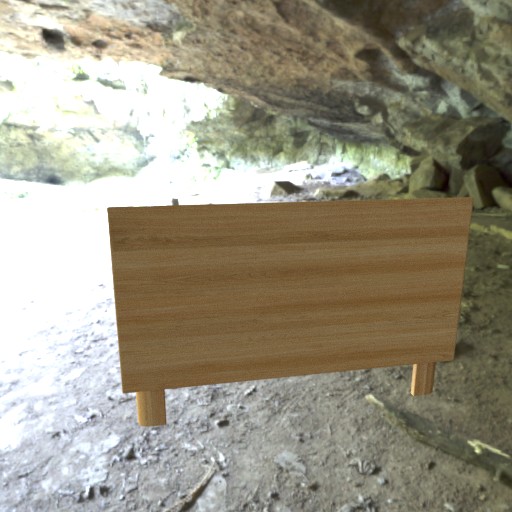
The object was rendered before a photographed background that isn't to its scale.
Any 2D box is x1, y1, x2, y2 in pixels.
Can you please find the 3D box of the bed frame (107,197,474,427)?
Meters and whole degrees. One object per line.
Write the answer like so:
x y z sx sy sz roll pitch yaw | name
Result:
0.000 0.000 2.781 1.472 0.940 1.992 -3 15 -11 | bed frame
